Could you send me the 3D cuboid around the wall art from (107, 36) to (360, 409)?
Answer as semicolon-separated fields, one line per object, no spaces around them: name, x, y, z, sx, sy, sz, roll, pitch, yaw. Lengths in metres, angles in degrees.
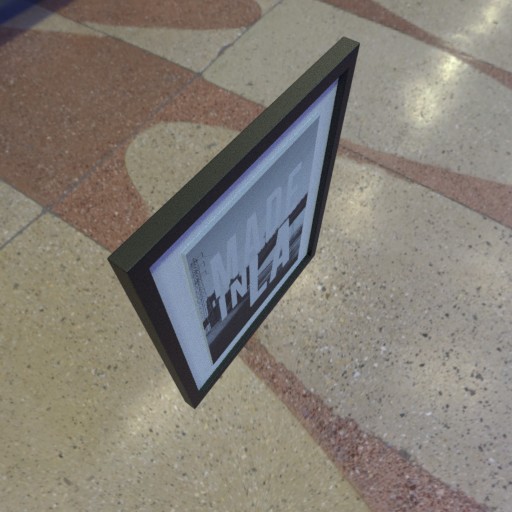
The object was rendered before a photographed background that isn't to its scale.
wall art;0.000;0.000;0.762;0.028;0.559;0.457;32;63;18
